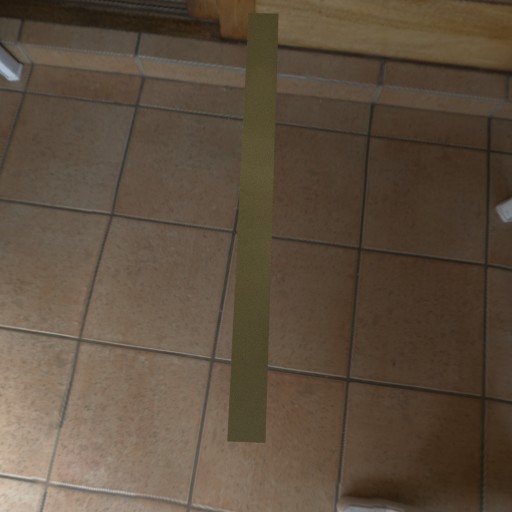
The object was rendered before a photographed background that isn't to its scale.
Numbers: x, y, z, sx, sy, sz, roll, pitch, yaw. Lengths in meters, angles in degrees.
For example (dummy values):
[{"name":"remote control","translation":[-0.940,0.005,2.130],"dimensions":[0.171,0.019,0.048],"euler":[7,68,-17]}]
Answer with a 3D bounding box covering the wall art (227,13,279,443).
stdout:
[{"name":"wall art","translation":[0.000,0.000,0.746],"dimensions":[0.038,0.508,0.507],"euler":[2,76,1]}]
